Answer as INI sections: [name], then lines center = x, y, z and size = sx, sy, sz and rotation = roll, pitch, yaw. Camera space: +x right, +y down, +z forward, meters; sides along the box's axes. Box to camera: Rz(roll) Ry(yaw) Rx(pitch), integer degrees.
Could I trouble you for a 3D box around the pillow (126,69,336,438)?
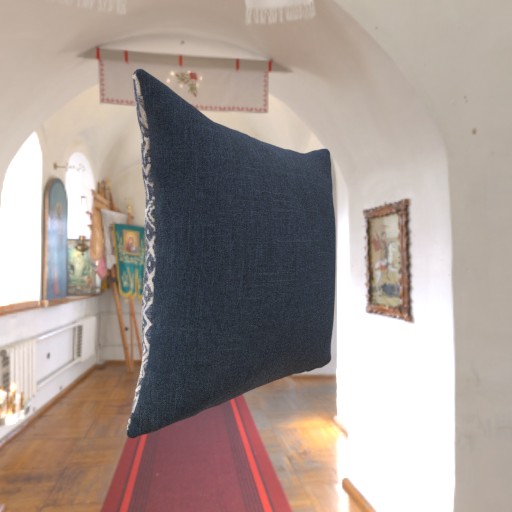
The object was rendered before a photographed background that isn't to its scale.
[pillow]
center = 0.000, 0.000, 0.783
size = 0.180, 0.487, 0.546
rotation = 0, 0, 36
